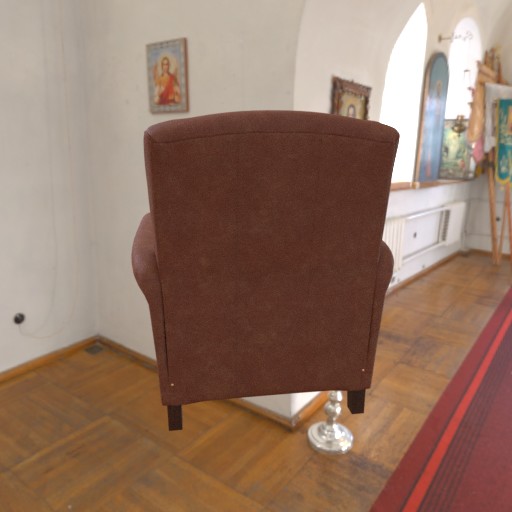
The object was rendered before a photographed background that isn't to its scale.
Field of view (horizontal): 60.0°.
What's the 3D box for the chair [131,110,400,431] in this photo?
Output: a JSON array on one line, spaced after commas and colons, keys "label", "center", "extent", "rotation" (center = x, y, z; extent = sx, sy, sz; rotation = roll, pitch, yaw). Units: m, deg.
[{"label": "chair", "center": [0.000, 0.000, 1.774], "extent": [0.978, 1.061, 0.902], "rotation": [-2, 15, -8]}]
